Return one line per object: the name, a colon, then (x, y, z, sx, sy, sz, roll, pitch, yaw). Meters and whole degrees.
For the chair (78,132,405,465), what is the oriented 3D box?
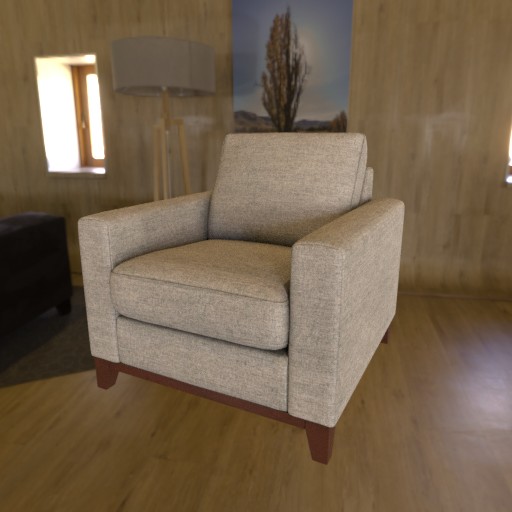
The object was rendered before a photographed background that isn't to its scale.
chair: (0.000, 0.000, 1.876, 1.024, 1.010, 1.038, 8, 17, 26)
